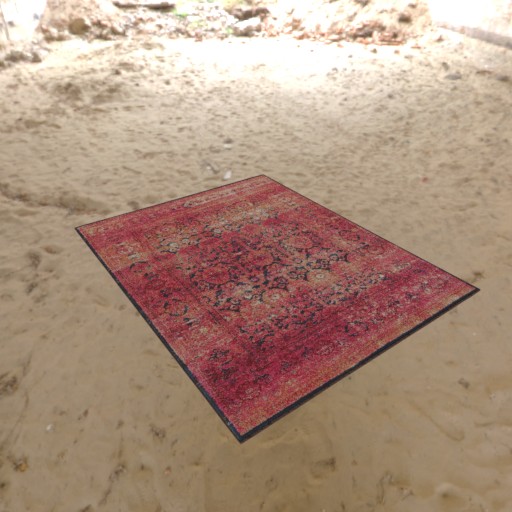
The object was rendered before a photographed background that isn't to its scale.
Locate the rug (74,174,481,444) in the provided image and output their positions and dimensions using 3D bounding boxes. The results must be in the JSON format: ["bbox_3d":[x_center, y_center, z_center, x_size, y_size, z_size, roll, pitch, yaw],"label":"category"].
[{"bbox_3d":[0.000,0.000,4.103,2.411,0.020,3.032,-22,39,-29],"label":"rug"}]
